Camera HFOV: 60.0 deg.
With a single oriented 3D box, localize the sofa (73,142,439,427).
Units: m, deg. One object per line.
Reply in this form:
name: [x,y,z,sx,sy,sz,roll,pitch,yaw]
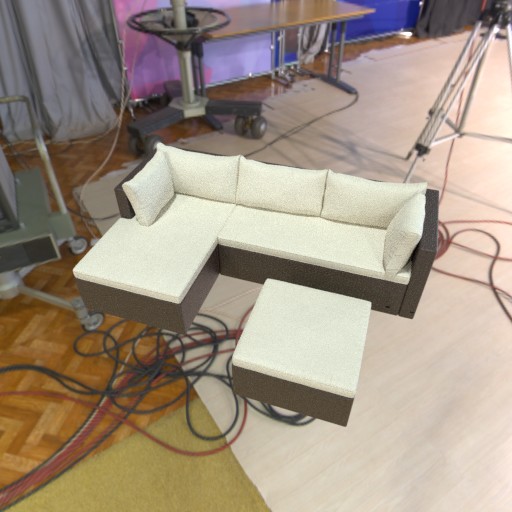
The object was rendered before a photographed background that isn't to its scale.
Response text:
sofa: [0.000,0.000,2.964,2.192,0.766,1.612,12,43,13]
